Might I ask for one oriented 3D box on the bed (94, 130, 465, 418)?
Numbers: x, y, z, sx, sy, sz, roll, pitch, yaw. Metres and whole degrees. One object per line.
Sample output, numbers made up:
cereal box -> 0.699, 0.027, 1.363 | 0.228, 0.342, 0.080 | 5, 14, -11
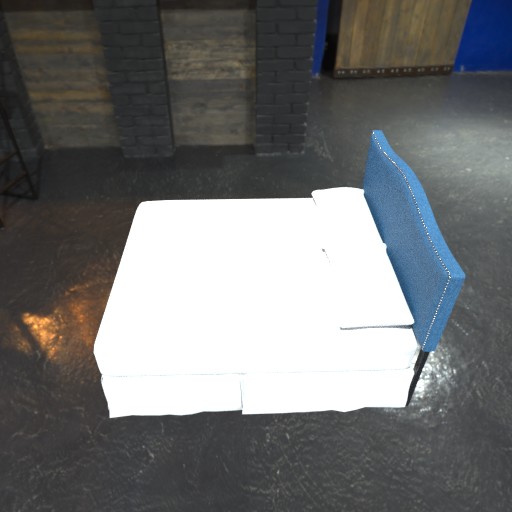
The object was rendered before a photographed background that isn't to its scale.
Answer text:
bed -> 0.000, 0.000, 2.929 | 1.872, 1.169, 1.610 | -1, 40, -1
